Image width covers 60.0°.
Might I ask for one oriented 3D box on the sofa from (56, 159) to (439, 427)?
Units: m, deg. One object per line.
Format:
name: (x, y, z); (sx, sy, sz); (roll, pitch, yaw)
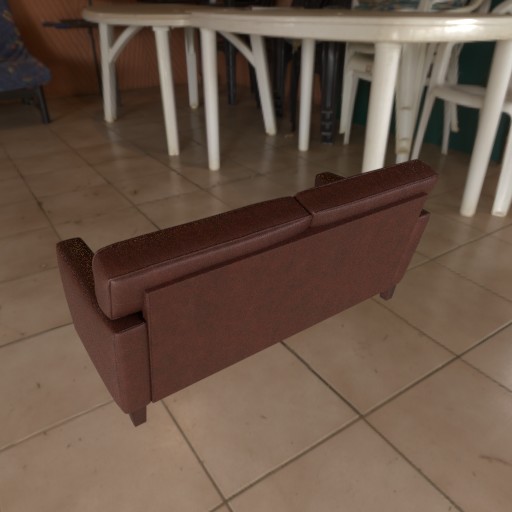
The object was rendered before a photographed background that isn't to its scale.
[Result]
sofa: (0.000, 0.000, 2.405); (1.876, 0.928, 0.912); (-19, 35, -30)
